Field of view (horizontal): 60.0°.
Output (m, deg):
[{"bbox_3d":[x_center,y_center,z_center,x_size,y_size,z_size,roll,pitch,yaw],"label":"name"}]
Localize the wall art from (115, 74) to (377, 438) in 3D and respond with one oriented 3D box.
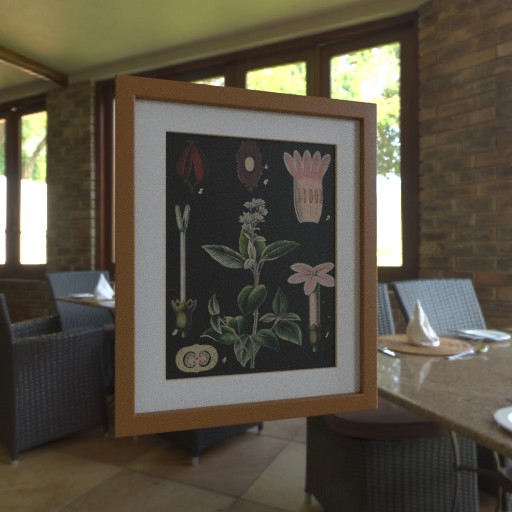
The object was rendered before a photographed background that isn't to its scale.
[{"bbox_3d":[0.000,0.000,0.742,0.449,0.550,0.021,0,0,-16],"label":"wall art"}]
